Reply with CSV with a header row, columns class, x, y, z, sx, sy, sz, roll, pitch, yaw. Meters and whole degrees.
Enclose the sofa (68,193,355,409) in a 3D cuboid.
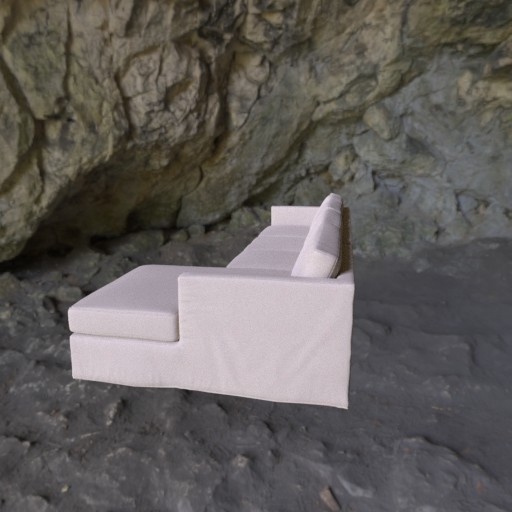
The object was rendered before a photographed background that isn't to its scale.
class,x,y,z,sx,sy,sz,roll,pitch,yaw
sofa,0.000,0.000,3.874,1.622,0.871,3.206,3,13,11
